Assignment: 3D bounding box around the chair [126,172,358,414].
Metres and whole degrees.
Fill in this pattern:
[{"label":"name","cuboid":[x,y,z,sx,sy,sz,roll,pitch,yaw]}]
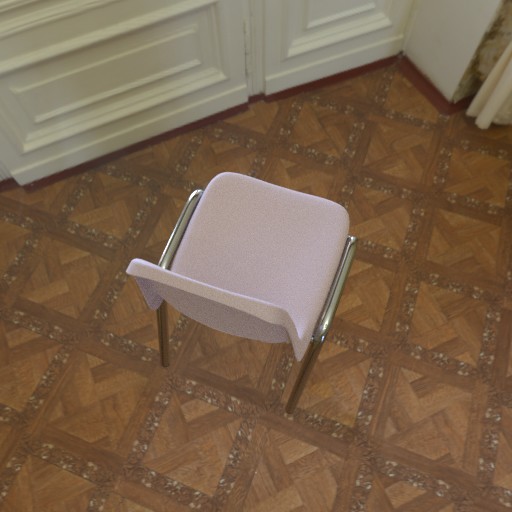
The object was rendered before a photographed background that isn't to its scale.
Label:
[{"label":"chair","cuboid":[0.000,0.000,0.839,0.354,0.586,0.423,18,65,9]}]
